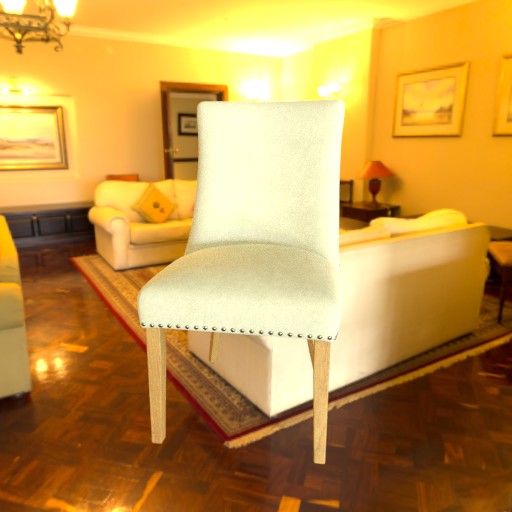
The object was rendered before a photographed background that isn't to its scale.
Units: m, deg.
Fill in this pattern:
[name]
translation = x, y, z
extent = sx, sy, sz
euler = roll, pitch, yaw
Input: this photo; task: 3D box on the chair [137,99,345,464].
[chair]
translation = 0.000, 0.000, 1.293
extent = 0.495, 0.902, 0.610
euler = 3, 15, 10
